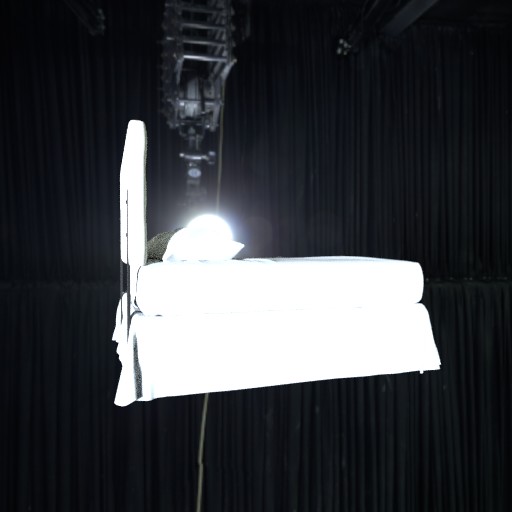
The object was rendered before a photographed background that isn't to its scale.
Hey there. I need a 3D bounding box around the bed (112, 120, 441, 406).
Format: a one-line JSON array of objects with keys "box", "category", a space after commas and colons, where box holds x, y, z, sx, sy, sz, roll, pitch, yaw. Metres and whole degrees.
[{"box": [0.000, 0.000, 3.602, 2.222, 1.577, 1.936, 0, 1, -19], "category": "bed"}]
